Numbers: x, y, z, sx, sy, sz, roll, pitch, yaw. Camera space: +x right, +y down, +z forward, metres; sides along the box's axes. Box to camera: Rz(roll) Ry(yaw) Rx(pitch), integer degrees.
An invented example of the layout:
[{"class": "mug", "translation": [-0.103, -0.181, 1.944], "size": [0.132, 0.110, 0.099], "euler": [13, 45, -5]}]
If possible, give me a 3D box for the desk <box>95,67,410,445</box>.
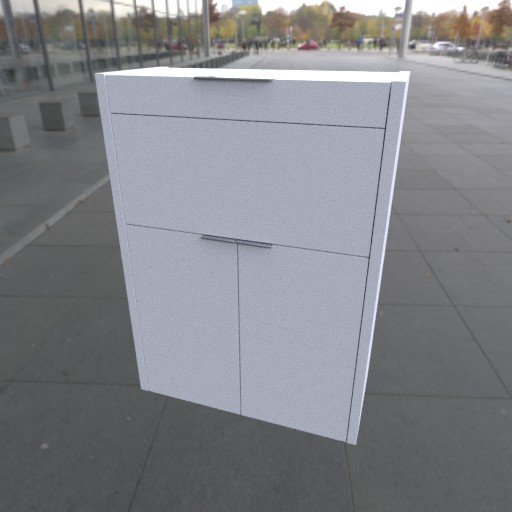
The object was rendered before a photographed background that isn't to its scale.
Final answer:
[{"class": "desk", "translation": [0.000, 0.000, 1.554], "size": [0.850, 1.190, 0.390], "euler": [8, 27, 17]}]
